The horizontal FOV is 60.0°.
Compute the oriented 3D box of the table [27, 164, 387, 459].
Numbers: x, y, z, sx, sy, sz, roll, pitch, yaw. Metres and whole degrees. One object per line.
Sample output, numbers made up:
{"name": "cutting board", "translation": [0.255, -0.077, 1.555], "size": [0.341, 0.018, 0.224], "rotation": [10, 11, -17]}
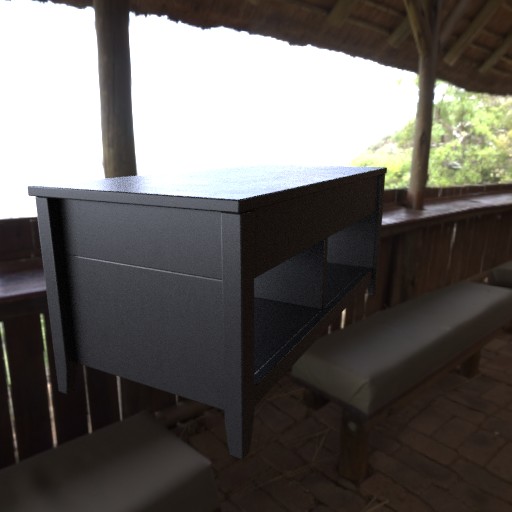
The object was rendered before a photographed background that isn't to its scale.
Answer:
{"name": "table", "translation": [0.000, 0.000, 1.253], "size": [0.483, 0.457, 1.016], "rotation": [7, 16, 27]}
